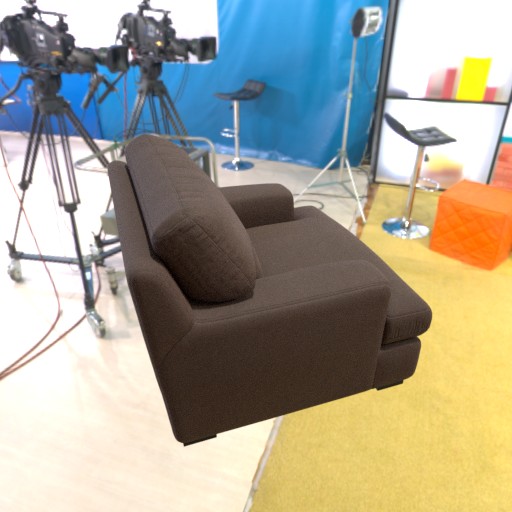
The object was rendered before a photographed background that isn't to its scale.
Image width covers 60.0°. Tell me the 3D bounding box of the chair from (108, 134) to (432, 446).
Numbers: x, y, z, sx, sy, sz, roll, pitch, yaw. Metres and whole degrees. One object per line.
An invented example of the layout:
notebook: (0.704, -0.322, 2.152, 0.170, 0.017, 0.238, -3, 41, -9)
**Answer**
chair: (0.000, 0.000, 2.006, 1.143, 0.940, 1.168, -10, 31, -17)
